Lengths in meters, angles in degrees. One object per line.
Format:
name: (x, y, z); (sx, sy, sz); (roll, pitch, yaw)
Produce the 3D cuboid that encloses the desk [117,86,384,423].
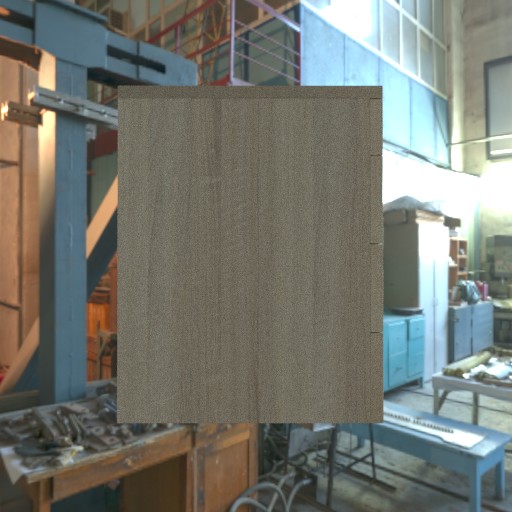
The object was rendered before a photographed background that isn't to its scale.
desk: (0.000, 0.000, 1.509); (0.600, 0.731, 1.100); (0, 0, 0)
